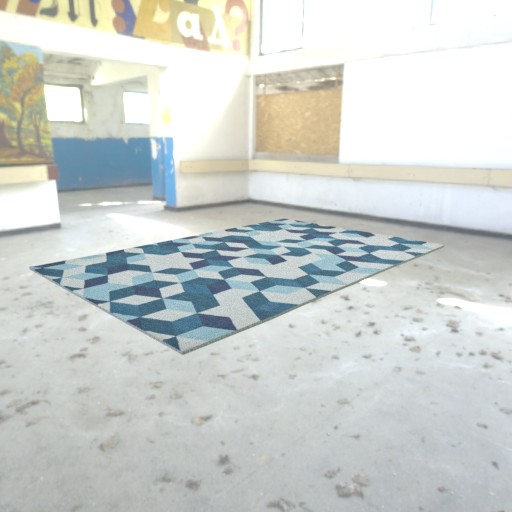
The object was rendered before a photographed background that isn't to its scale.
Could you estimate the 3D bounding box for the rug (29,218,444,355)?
[{"bbox_3d":[0.000,0.000,2.311,1.235,0.014,1.829,14,21,43],"label":"rug"}]
